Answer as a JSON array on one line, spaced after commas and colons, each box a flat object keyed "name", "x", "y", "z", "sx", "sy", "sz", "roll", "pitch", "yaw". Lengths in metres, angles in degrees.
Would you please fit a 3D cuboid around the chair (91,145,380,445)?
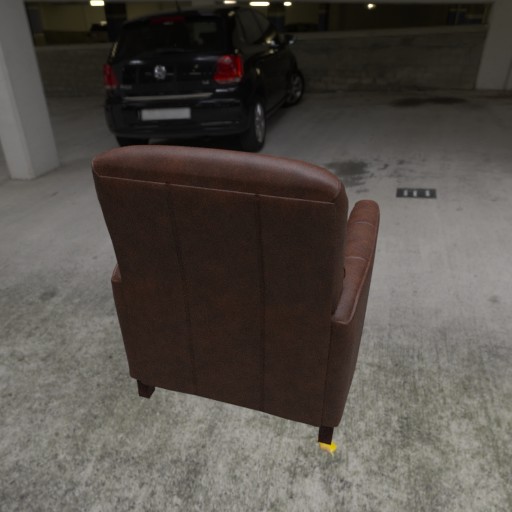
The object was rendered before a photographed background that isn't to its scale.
[{"name": "chair", "x": 0.000, "y": 0.000, "z": 1.636, "sx": 0.839, "sy": 1.010, "sz": 0.850, "roll": 9, "pitch": 31, "yaw": 15}]
